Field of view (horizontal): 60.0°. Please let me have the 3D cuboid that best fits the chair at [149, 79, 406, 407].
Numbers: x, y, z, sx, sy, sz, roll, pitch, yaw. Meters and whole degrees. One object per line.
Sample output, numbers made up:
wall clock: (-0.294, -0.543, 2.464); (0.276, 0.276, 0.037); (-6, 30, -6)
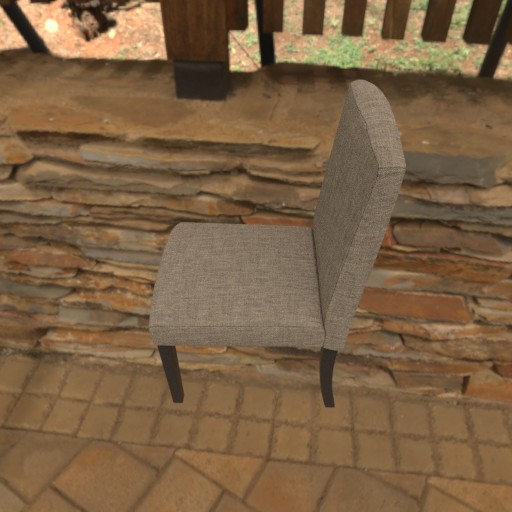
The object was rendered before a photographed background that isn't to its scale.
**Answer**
chair: (0.000, 0.000, 1.270); (0.580, 0.917, 0.451); (1, 41, 1)
